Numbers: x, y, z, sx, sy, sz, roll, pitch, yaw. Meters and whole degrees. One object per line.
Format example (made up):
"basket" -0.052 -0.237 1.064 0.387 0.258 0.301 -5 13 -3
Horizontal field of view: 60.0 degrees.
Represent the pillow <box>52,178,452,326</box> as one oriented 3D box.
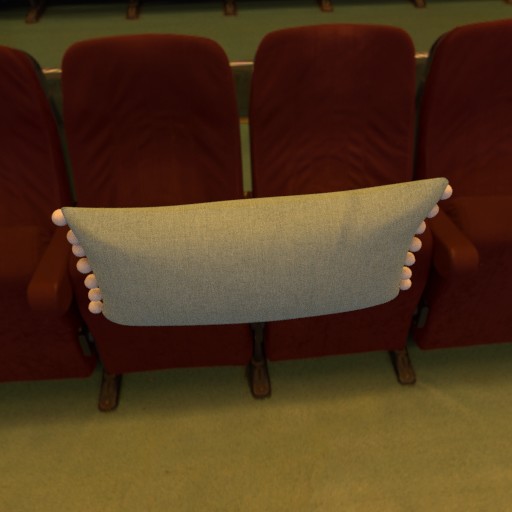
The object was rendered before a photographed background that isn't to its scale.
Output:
"pillow" 0.000 0.000 0.854 0.709 0.322 0.201 -4 47 -4
